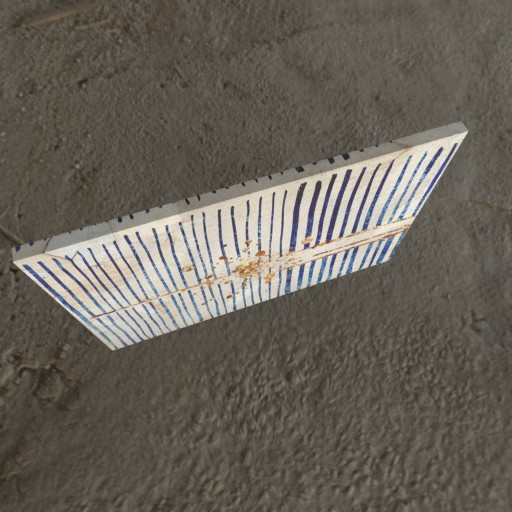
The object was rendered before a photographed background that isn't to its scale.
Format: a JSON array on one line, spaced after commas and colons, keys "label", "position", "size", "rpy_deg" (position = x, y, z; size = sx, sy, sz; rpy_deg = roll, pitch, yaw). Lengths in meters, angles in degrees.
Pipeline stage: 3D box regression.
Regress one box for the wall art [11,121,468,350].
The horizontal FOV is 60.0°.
[{"label": "wall art", "position": [0.000, 0.000, 1.402], "size": [1.143, 0.757, 0.038], "rpy_deg": [-17, 65, -8]}]
